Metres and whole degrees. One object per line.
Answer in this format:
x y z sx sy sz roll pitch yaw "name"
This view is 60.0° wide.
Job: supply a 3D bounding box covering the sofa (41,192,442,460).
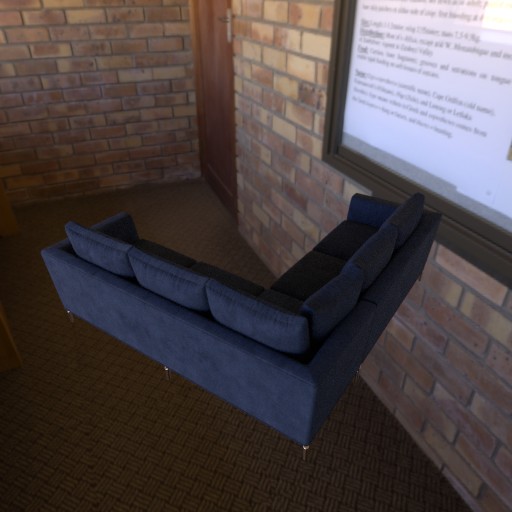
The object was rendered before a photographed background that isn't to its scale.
0.000 0.000 3.913 2.463 0.988 2.472 20 37 29 "sofa"
